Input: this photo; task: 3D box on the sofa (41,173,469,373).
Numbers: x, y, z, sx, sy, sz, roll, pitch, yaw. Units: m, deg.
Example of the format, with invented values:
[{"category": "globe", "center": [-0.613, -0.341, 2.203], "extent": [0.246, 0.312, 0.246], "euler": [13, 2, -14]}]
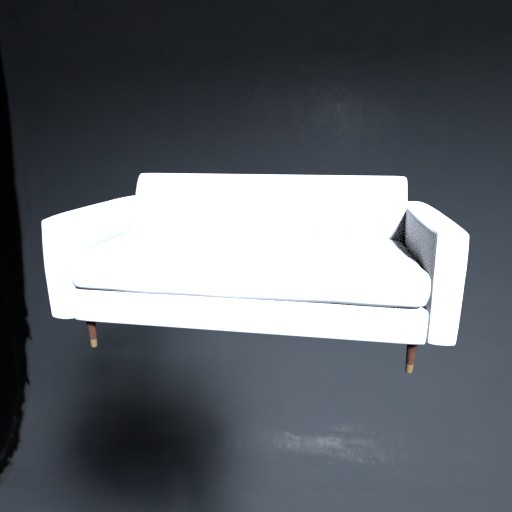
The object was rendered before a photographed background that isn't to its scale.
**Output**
[{"category": "sofa", "center": [0.000, 0.000, 2.385], "extent": [1.895, 0.814, 0.969], "euler": [2, 15, 9]}]
